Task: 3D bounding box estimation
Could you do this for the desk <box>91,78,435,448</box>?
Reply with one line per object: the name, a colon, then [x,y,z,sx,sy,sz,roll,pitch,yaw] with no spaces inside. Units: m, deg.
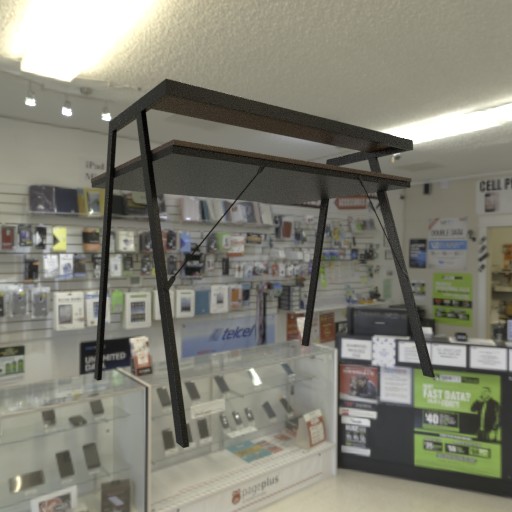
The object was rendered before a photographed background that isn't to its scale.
desk: [0.000,0.000,1.869,1.143,0.998,0.936,0,0,-36]
